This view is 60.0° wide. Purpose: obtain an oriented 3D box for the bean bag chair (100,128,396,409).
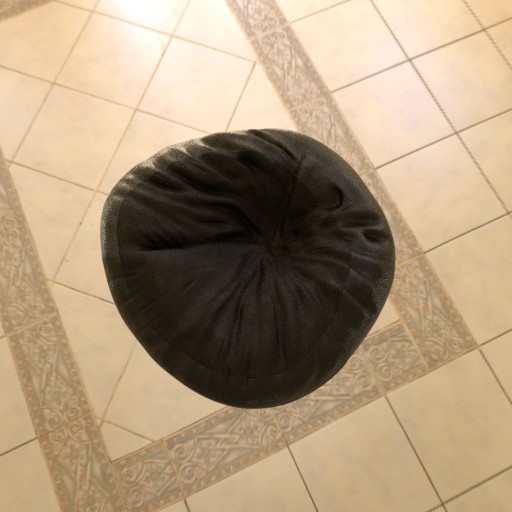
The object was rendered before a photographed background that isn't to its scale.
[{"bbox_3d":[0.000,0.000,2.480,1.524,0.878,1.524,-34,78,-8],"label":"bean bag chair"}]
